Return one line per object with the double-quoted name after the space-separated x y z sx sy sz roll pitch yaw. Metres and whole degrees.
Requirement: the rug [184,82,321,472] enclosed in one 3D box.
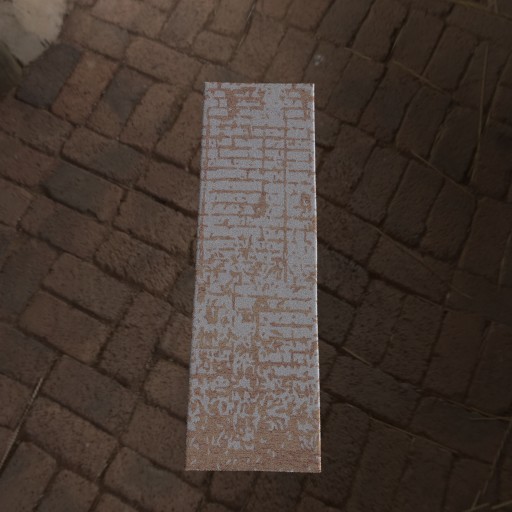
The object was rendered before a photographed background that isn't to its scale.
0.000 0.000 2.728 0.750 0.011 2.435 1 76 0 "rug"
